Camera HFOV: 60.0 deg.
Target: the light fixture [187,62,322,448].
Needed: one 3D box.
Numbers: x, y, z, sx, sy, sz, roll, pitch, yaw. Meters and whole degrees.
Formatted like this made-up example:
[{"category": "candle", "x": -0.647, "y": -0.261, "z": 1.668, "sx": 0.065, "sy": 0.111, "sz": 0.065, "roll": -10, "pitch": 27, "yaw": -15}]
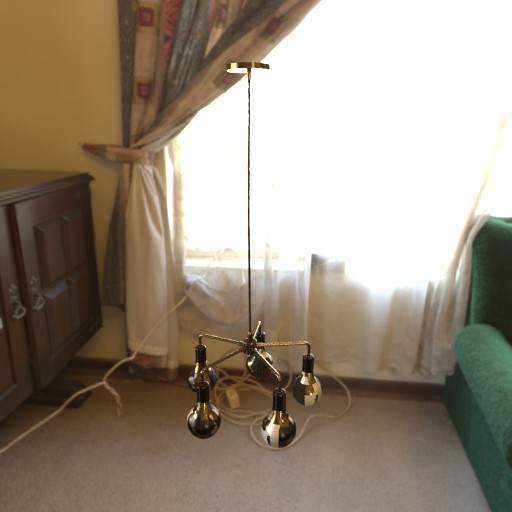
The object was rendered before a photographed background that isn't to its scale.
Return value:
[{"category": "light fixture", "x": 0.000, "y": 0.000, "z": 1.241, "sx": 0.421, "sy": 0.988, "sz": 0.438, "roll": -2, "pitch": 17, "yaw": -8}]
